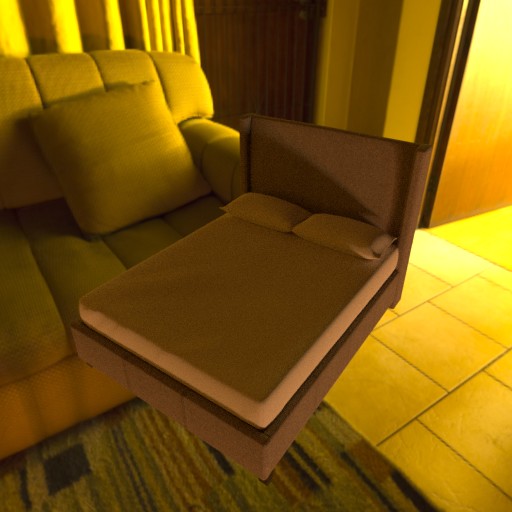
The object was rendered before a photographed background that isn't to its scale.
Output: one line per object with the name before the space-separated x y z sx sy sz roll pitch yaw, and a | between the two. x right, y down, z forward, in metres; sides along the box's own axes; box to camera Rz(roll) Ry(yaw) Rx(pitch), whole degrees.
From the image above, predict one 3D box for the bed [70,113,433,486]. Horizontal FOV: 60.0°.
bed | 0.000 0.000 3.374 1.714 1.481 2.245 20 37 30
